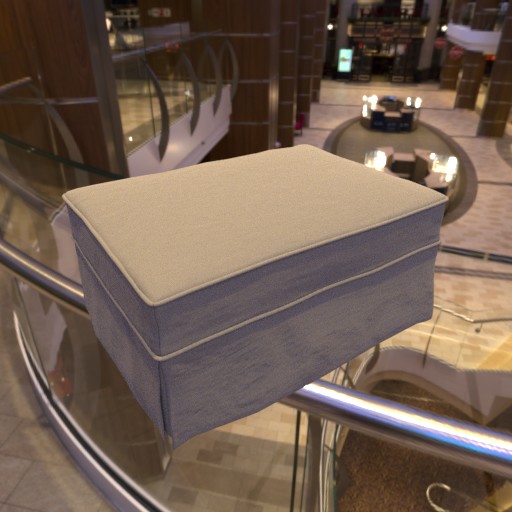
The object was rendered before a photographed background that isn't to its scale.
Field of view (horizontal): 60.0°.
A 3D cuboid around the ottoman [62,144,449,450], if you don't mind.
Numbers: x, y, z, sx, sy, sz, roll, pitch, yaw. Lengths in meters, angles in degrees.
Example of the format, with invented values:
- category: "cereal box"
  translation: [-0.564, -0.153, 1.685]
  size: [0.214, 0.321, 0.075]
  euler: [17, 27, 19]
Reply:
- category: "ottoman"
  translation: [0.000, 0.000, 1.341]
  size: [0.944, 0.479, 0.703]
  euler: [-19, 35, -29]
